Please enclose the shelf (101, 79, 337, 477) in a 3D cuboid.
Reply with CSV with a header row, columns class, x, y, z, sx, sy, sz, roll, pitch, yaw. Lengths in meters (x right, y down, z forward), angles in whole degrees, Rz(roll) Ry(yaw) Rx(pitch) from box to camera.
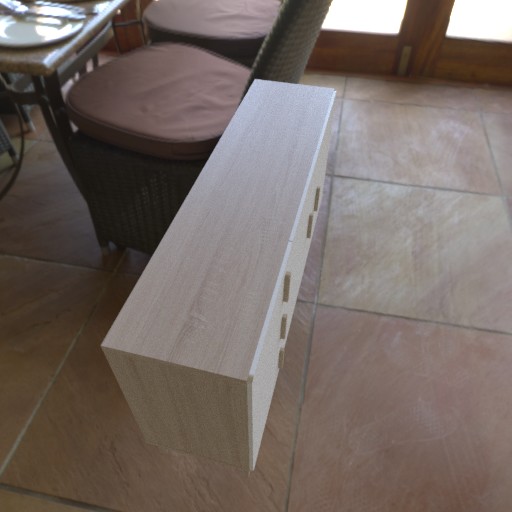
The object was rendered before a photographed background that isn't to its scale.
class,x,y,z,sx,sy,sz,roll,pitch,yaw
shelf,0.000,0.000,1.830,0.400,0.780,1.490,11,48,10
